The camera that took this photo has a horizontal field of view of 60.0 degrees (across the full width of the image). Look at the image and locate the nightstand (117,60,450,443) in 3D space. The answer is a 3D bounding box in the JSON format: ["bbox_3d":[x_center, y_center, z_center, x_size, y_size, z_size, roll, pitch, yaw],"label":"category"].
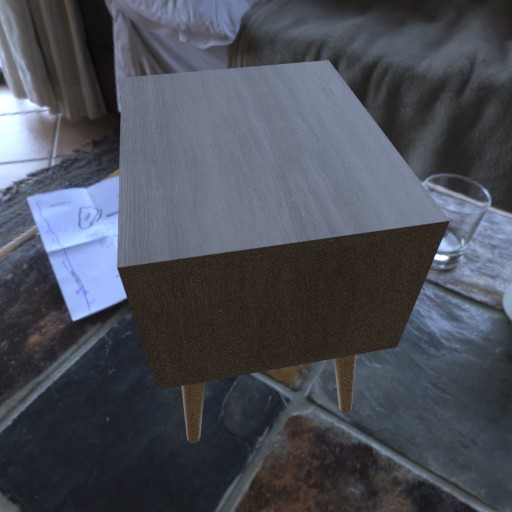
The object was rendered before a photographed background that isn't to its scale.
[{"bbox_3d":[0.000,0.000,0.813,0.380,0.500,0.450,-8,47,-8],"label":"nightstand"}]
